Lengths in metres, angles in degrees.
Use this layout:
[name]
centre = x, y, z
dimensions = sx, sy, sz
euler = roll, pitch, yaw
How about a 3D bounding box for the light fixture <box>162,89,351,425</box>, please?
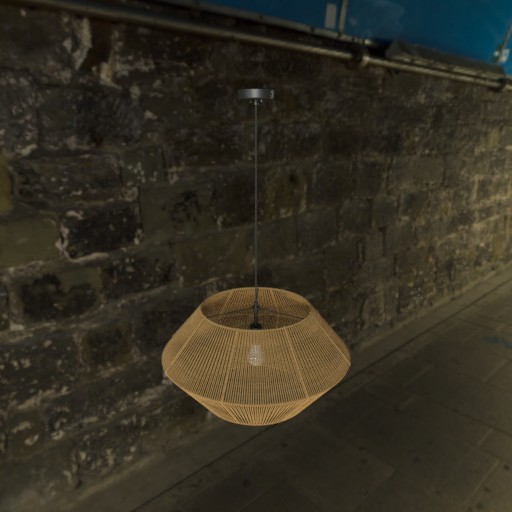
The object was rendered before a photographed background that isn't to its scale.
[light fixture]
centre = 0.000, 0.000, 1.437
dimensions = 0.643, 1.009, 0.643
euler = 0, 16, 0
